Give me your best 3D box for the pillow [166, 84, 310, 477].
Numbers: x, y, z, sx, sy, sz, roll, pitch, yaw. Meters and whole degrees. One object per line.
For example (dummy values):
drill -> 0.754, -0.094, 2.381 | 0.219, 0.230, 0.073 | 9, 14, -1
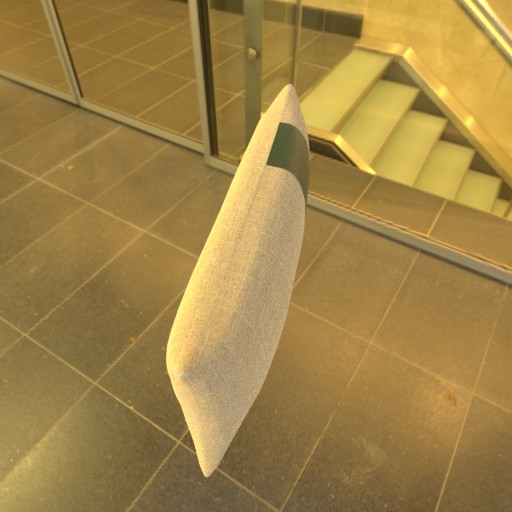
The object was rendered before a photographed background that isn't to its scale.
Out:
pillow -> 0.000, 0.000, 1.026 | 0.197, 0.429, 0.859 | 9, 48, 9
